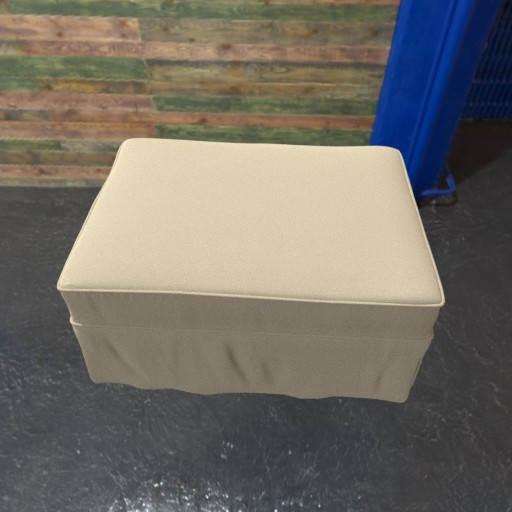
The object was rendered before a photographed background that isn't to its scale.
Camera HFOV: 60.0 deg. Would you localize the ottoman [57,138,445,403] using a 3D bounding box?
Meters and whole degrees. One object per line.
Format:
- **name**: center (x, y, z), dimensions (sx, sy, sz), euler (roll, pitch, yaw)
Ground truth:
- **ottoman**: center (0.000, 0.000, 1.355), dimensions (0.959, 0.482, 0.721), euler (2, 46, 2)
